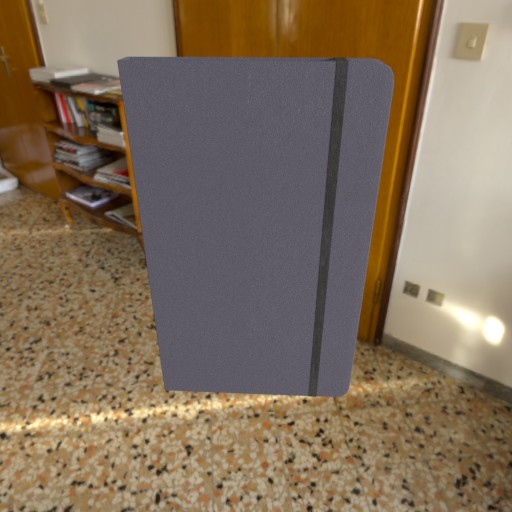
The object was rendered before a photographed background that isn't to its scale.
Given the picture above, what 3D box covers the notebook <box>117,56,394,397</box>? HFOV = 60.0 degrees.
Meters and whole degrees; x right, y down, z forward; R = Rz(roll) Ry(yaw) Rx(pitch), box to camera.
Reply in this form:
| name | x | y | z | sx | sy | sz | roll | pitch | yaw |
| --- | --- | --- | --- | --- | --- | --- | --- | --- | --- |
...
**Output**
| name | x | y | z | sx | sy | sz | roll | pitch | yaw |
| --- | --- | --- | --- | --- | --- | --- | --- | --- | --- |
| notebook | 0.000 | 0.000 | 0.260 | 0.127 | 0.213 | 0.016 | 2 | 30 | 3 |
